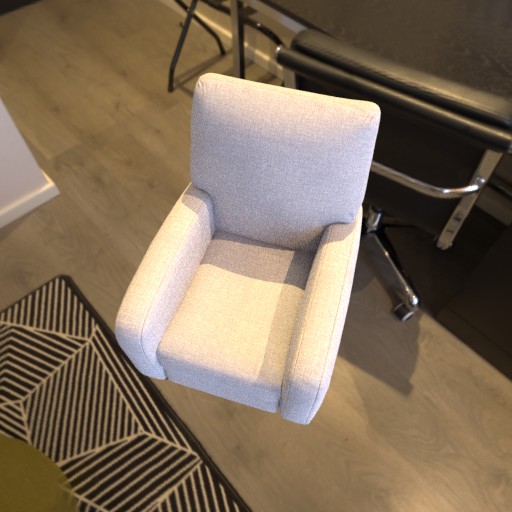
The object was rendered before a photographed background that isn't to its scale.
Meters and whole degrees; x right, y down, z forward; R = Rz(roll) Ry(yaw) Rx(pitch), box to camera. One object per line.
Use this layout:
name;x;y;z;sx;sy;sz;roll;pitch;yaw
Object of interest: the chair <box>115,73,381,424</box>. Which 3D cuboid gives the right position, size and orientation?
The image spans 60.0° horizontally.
chair;0.000;0.000;1.716;0.762;0.990;0.990;14;58;9
